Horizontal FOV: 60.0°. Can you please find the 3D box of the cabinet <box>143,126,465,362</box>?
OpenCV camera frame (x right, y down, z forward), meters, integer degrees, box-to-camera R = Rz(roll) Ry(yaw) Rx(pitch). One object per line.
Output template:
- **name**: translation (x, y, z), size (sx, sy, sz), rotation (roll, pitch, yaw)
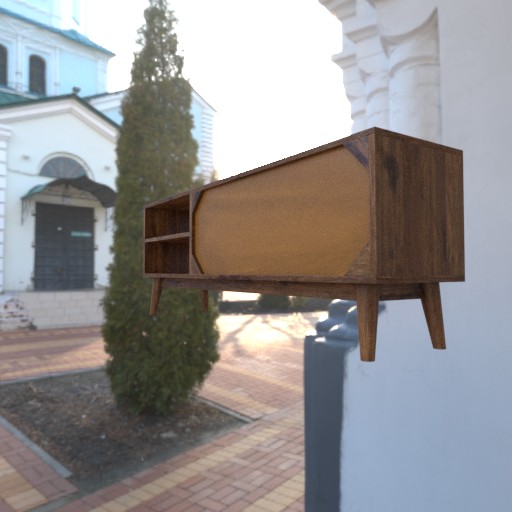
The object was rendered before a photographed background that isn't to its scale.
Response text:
- **cabinet**: translation (0.000, 0.000, 1.672), size (0.349, 0.528, 1.448), rotation (1, -2, -34)
